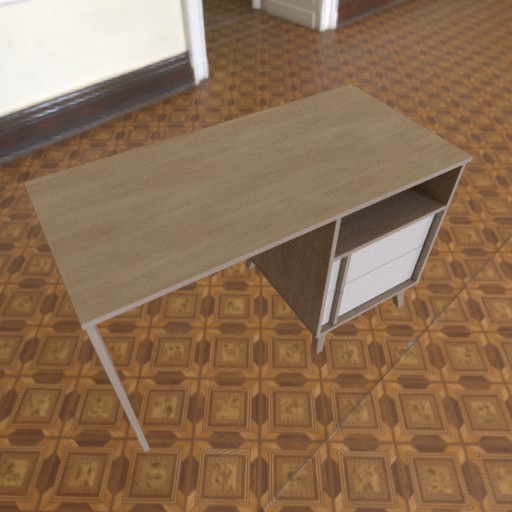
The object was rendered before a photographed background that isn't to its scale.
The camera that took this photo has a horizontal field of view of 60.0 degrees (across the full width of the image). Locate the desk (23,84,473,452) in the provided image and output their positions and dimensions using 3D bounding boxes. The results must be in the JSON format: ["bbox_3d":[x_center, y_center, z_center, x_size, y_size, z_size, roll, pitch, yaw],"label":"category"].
[{"bbox_3d":[0.000,0.000,1.638,1.251,0.770,0.600,-24,50,-21],"label":"desk"}]
